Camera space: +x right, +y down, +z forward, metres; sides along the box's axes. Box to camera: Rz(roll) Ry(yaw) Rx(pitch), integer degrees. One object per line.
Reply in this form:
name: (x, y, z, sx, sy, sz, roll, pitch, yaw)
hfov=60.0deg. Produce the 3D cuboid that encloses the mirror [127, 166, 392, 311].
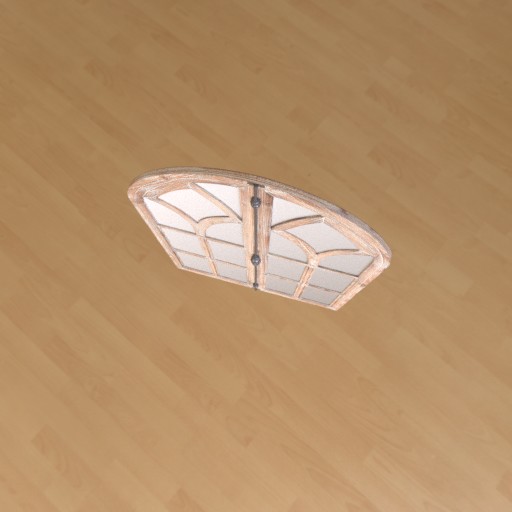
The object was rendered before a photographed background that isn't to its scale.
mirror: (0.000, 0.000, 1.194, 0.609, 0.915, 0.032, 15, 75, 4)
